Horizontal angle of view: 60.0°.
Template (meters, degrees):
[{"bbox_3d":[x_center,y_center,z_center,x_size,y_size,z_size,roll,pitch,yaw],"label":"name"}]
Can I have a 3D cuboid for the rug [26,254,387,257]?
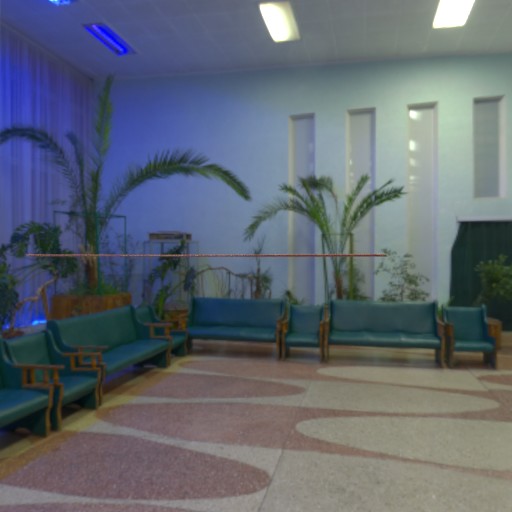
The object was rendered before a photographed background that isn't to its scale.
[{"bbox_3d":[0.000,0.000,2.807,1.594,0.009,2.112,0,0,17],"label":"rug"}]
